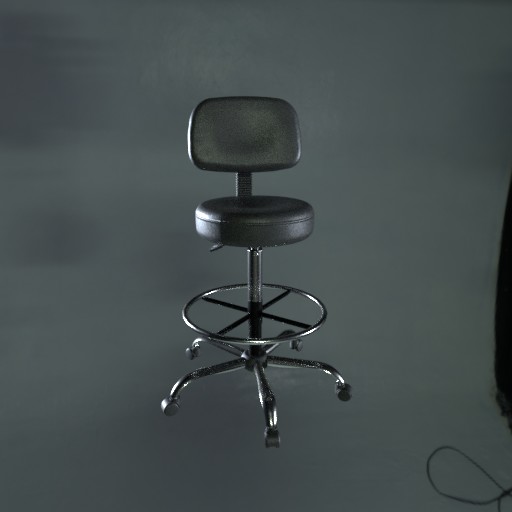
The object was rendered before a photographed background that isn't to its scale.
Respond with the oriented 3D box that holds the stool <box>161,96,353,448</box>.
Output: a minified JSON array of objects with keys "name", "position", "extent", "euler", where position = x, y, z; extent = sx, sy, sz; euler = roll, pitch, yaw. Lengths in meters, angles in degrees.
[{"name":"stool","position":[0.000,0.000,1.524],"extent":[0.694,1.069,0.658],"euler":[-3,17,-9]}]
